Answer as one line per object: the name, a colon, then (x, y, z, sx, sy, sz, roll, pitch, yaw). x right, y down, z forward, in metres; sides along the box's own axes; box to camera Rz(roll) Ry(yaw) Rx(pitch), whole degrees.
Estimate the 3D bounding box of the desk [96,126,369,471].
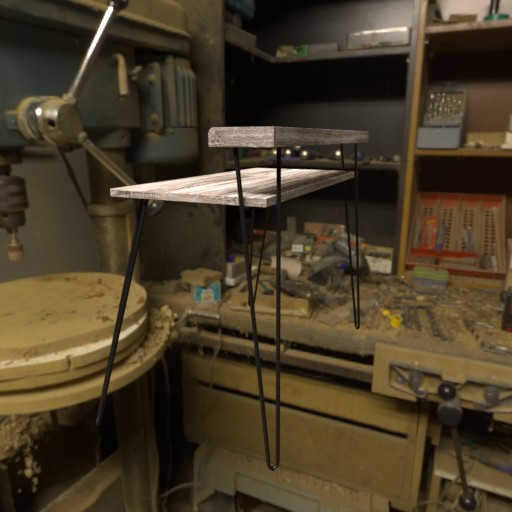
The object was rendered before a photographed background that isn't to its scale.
desk: (0.000, 0.000, 1.650, 0.605, 0.899, 1.135, 7, 17, 24)
